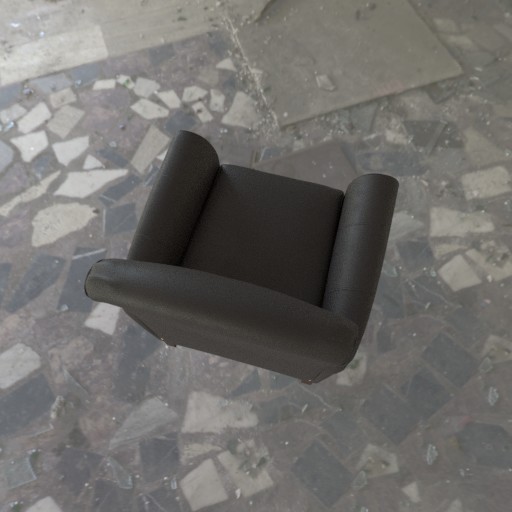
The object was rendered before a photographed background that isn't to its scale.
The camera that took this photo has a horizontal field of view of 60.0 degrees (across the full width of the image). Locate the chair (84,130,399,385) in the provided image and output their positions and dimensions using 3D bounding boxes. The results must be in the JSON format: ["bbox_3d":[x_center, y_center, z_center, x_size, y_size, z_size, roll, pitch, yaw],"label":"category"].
[{"bbox_3d":[0.000,0.000,1.754,0.978,1.061,0.902,14,66,7],"label":"chair"}]
